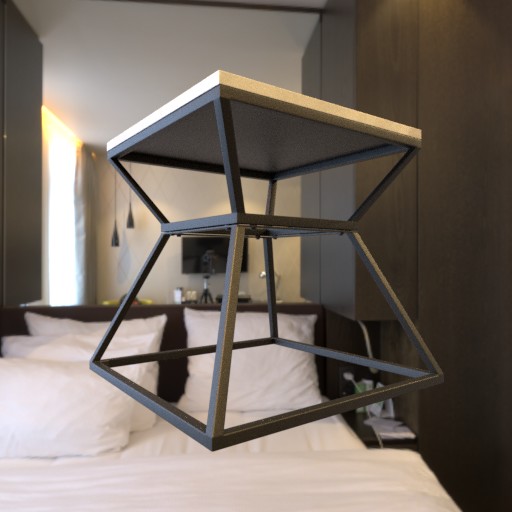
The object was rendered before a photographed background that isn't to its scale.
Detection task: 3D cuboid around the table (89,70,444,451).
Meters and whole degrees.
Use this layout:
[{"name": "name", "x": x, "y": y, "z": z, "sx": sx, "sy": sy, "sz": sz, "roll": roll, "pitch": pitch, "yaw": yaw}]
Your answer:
[{"name": "table", "x": 0.000, "y": 0.000, "z": 0.799, "sx": 0.455, "sy": 0.431, "sz": 0.455, "roll": 0, "pitch": -1, "yaw": -36}]
